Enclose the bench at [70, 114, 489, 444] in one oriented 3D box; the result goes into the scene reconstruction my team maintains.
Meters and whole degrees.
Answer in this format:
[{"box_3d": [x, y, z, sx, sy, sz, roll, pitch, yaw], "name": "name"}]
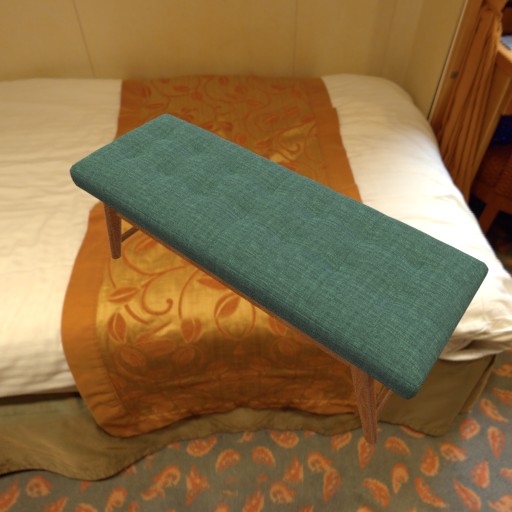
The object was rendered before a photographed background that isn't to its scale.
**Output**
[{"box_3d": [0.000, 0.000, 1.314, 1.118, 0.432, 0.406, 31, 55, 25], "name": "bench"}]
